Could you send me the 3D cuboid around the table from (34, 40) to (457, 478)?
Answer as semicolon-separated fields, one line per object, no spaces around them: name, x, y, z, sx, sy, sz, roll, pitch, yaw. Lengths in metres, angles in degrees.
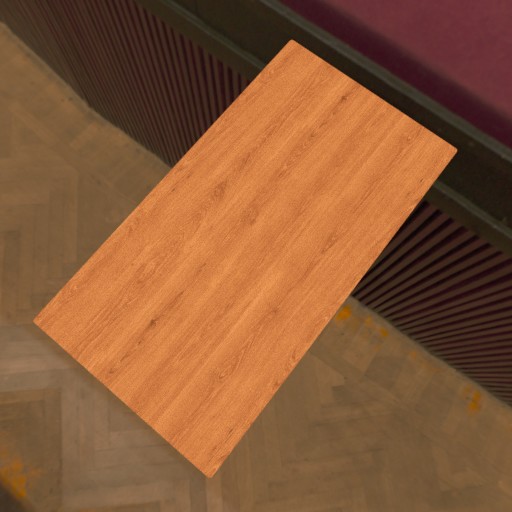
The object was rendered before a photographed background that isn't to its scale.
table;0.000;0.000;2.052;0.900;0.760;1.600;38;79;9
